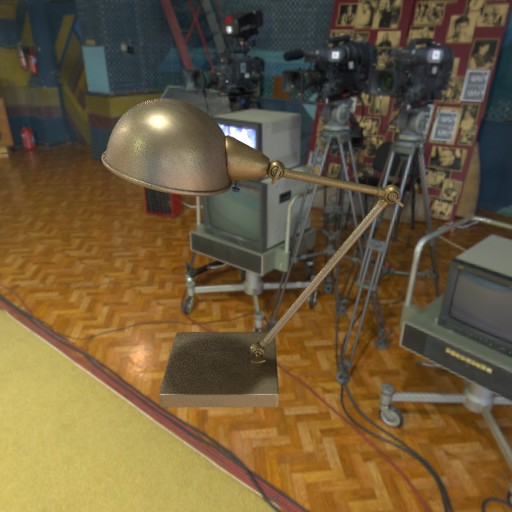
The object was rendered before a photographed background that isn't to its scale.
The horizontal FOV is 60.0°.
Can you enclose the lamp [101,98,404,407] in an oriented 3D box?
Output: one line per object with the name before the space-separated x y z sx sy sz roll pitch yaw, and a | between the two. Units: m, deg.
lamp | 0.000 0.000 0.552 0.339 0.371 0.149 0 26 0
